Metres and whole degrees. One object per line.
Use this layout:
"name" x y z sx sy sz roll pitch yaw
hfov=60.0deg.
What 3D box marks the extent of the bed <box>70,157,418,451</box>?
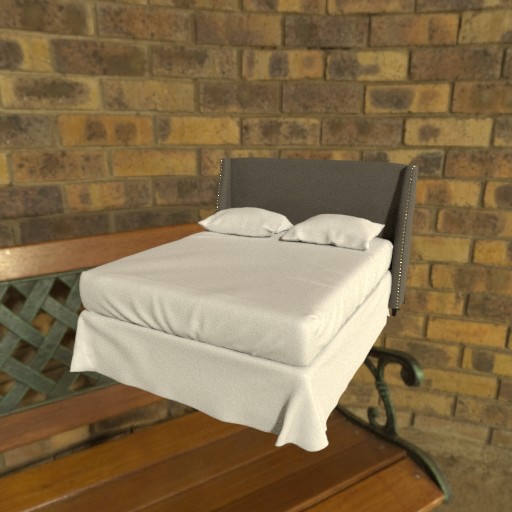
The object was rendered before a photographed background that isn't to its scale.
"bed" 0.000 0.000 3.403 1.925 1.332 2.276 9 18 27
